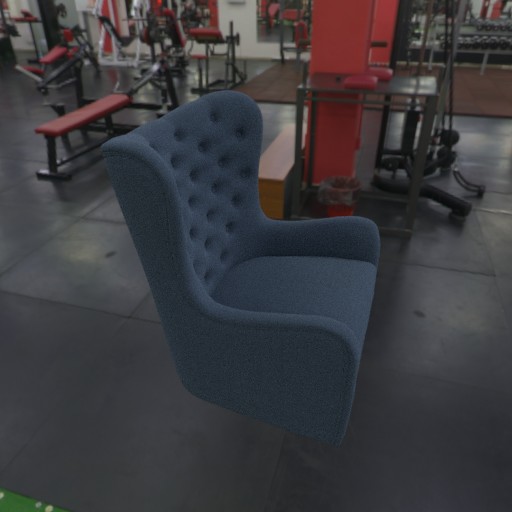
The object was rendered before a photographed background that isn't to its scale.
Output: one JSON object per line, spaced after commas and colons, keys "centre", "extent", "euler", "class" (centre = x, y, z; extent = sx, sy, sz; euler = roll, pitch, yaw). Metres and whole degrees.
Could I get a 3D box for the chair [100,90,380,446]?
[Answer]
{"centre": [0.000, 0.000, 1.753], "extent": [0.930, 1.079, 0.831], "euler": [10, 33, 16], "class": "chair"}
